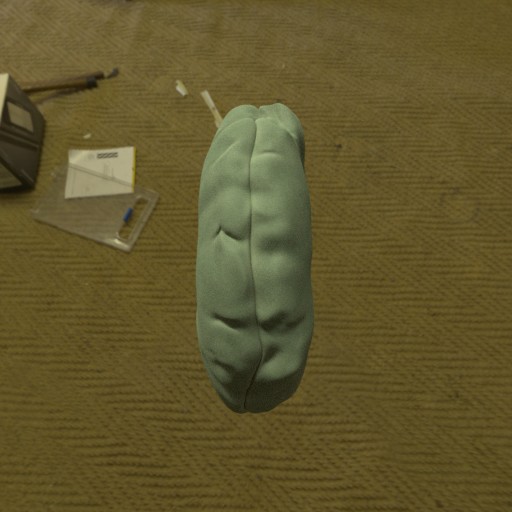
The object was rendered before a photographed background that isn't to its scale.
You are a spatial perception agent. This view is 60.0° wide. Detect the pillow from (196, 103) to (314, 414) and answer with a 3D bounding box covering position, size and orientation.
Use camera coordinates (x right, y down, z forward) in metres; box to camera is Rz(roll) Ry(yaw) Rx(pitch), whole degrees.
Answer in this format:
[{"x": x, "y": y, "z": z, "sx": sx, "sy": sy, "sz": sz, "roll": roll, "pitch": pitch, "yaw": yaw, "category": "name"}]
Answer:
[{"x": 0.000, "y": 0.000, "z": 0.638, "sx": 0.148, "sy": 0.407, "sz": 0.428, "roll": 1, "pitch": 65, "yaw": 1, "category": "pillow"}]
